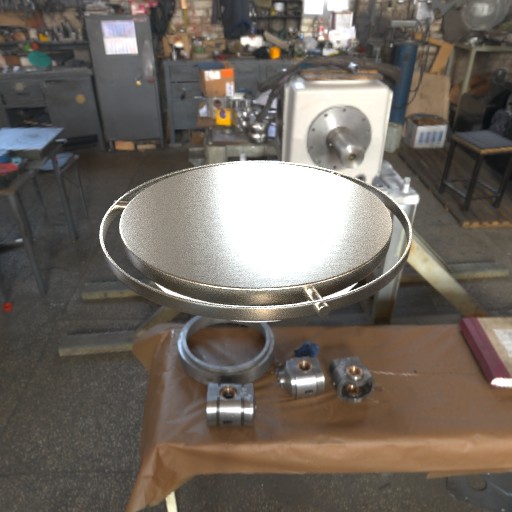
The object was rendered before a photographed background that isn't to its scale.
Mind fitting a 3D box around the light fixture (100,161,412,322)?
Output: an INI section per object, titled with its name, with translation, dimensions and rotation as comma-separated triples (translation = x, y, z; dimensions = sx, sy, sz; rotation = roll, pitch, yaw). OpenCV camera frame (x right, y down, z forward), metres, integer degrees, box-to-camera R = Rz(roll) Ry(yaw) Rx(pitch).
[light fixture]
translation = 0.000, 0.000, 0.565
dimensions = 0.361, 0.130, 0.361
rotation = 0, 32, 0
